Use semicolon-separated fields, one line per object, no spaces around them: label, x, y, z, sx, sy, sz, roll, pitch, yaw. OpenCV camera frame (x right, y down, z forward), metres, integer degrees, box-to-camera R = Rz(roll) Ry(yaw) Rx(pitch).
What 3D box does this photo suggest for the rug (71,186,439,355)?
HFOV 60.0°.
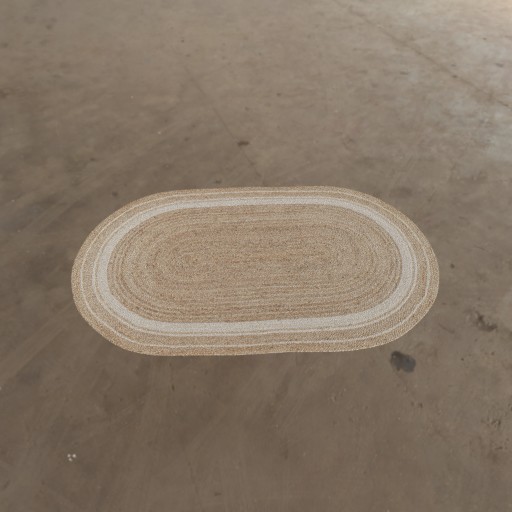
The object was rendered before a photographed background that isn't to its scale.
rug;0.000;0.000;3.003;2.432;0.006;1.520;-2;46;-2
